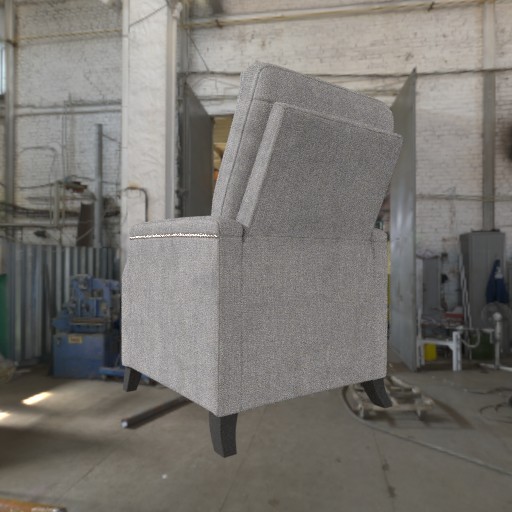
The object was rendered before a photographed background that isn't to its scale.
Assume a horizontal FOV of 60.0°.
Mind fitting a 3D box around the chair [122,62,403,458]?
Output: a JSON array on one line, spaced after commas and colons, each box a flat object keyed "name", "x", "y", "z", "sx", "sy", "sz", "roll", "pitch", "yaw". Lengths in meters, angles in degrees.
[{"name": "chair", "x": 0.000, "y": 0.000, "z": 1.611, "sx": 0.710, "sy": 1.049, "sz": 0.922, "roll": 0, "pitch": -1, "yaw": -36}]
